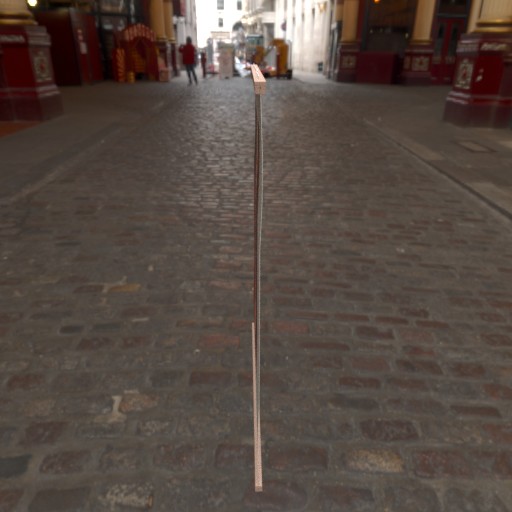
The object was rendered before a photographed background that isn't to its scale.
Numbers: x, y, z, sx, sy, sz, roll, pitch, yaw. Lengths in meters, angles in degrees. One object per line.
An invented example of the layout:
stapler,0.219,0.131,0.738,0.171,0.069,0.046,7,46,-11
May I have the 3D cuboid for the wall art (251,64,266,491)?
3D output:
wall art,0.000,0.000,1.293,0.020,1.013,0.758,0,25,-1
